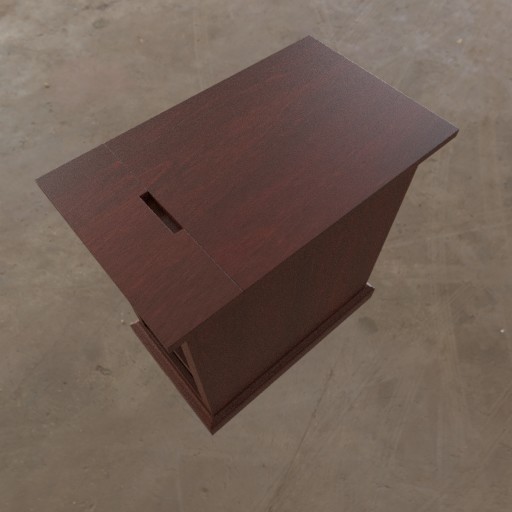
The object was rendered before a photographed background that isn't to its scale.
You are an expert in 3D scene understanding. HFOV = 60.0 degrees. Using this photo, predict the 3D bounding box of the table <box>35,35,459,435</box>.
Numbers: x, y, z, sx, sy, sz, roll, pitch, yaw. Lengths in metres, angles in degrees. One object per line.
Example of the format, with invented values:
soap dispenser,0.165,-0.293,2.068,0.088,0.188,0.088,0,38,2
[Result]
table,0.000,0.000,0.963,0.584,0.612,0.356,-36,64,-20
